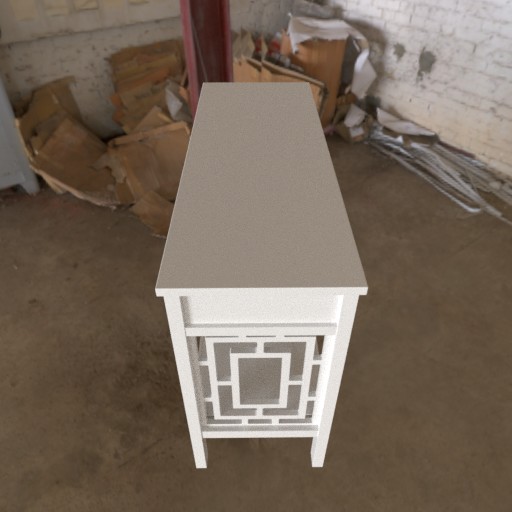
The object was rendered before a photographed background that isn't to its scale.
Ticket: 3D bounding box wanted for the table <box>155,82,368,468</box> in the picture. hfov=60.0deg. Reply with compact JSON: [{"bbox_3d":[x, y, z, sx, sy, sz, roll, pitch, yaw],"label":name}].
[{"bbox_3d":[0.000,0.000,1.451,0.397,0.753,1.068,0,40,0],"label":"table"}]
